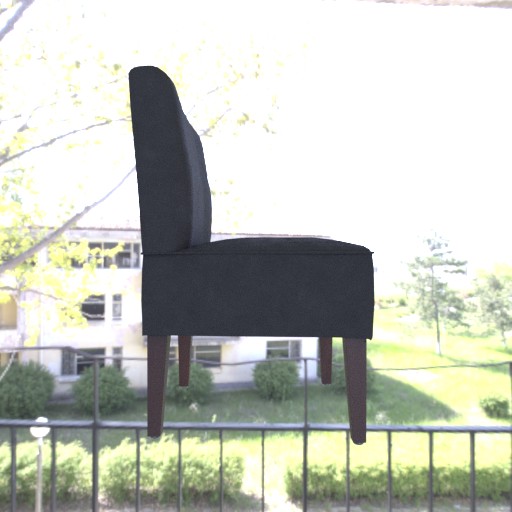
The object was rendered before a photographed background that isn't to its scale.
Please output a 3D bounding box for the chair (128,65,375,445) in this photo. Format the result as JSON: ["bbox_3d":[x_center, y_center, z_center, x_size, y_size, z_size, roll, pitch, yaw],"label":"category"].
[{"bbox_3d":[0.000,0.000,1.170,0.554,0.806,0.521,0,0,0],"label":"chair"}]
